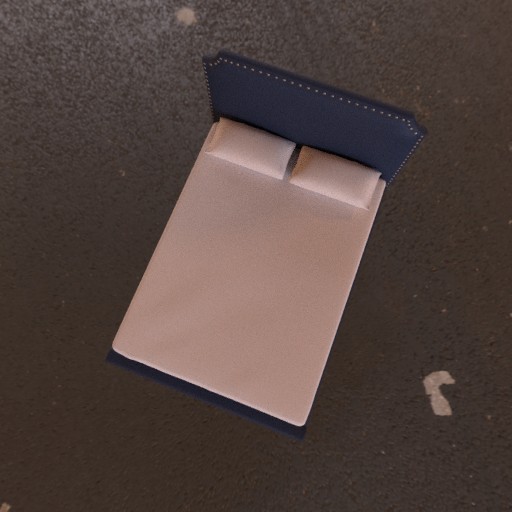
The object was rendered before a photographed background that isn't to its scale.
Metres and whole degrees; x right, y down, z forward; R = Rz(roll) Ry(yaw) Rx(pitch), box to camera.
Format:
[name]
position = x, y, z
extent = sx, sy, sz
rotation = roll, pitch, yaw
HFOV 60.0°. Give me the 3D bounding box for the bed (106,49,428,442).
[bed]
position = 0.000, 0.000, 3.483
extent = 1.712, 1.443, 2.372
rotation = 20, 76, 5
